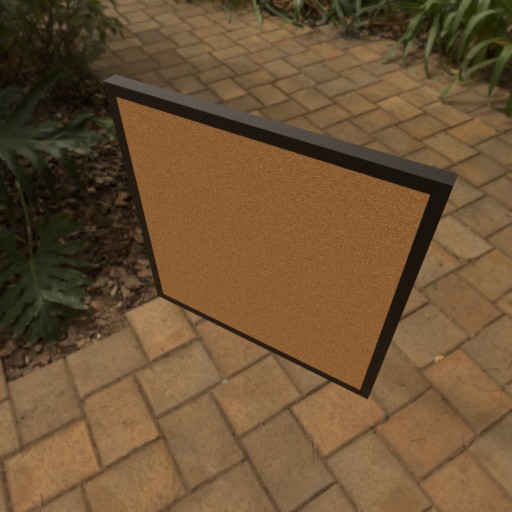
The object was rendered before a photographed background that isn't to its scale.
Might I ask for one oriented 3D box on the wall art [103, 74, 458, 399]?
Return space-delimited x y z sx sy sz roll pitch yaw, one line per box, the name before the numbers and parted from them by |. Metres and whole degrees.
wall art | 0.000 0.000 1.139 0.762 0.762 0.038 23 50 20
